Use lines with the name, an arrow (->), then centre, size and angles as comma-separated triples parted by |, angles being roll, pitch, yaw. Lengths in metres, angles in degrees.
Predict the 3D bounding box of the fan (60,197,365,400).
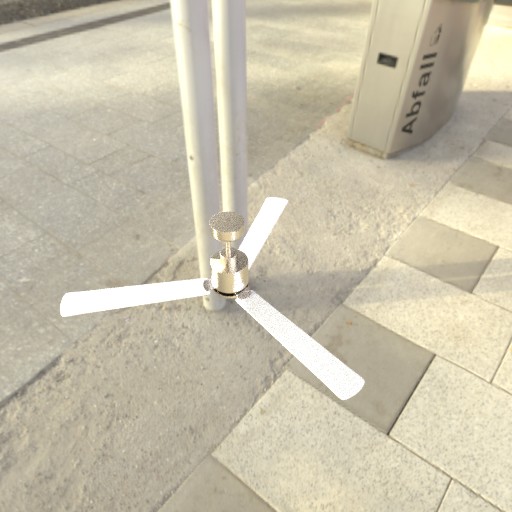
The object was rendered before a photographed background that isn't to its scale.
fan -> 0.000, 0.000, 2.318 | 1.531, 0.446, 1.561 | 26, 47, 27
